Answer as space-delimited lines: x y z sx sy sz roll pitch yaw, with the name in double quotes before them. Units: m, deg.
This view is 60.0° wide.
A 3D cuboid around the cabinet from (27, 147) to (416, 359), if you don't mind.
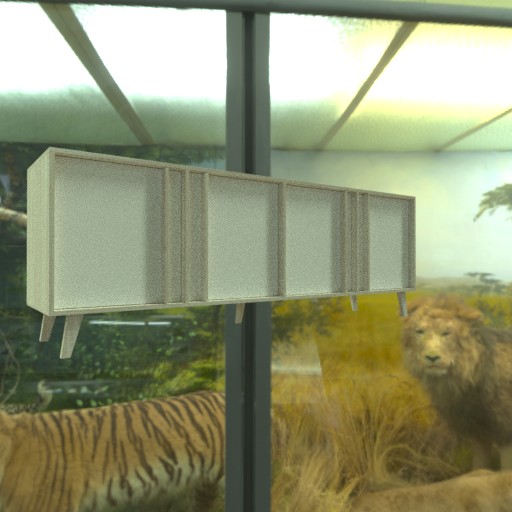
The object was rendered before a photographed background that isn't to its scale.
"cabinet" 0.000 0.000 2.449 2.200 0.780 0.500 0 -1 -36
